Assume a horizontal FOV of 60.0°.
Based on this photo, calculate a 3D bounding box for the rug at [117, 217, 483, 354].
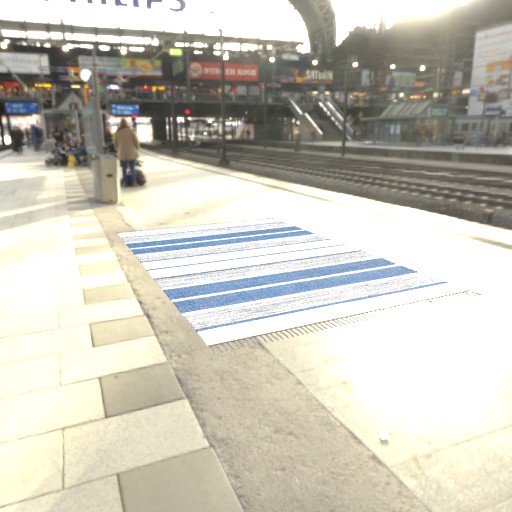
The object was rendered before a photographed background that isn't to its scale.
[{"bbox_3d":[0.000,0.000,3.113,1.532,0.010,2.441,-7,17,-25],"label":"rug"}]
